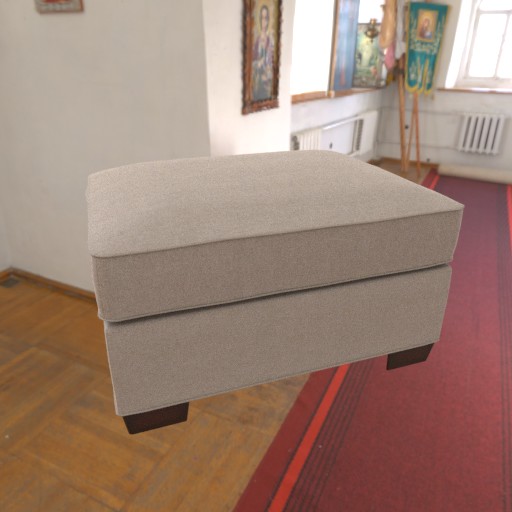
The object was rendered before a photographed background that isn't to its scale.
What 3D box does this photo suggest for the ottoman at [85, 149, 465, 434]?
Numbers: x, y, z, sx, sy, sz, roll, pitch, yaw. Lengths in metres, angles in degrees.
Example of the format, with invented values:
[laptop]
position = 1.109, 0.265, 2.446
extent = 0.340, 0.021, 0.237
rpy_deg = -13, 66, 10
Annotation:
[ottoman]
position = 0.000, 0.000, 1.246
extent = 0.846, 0.503, 0.617
rpy_deg = -8, 27, -17
